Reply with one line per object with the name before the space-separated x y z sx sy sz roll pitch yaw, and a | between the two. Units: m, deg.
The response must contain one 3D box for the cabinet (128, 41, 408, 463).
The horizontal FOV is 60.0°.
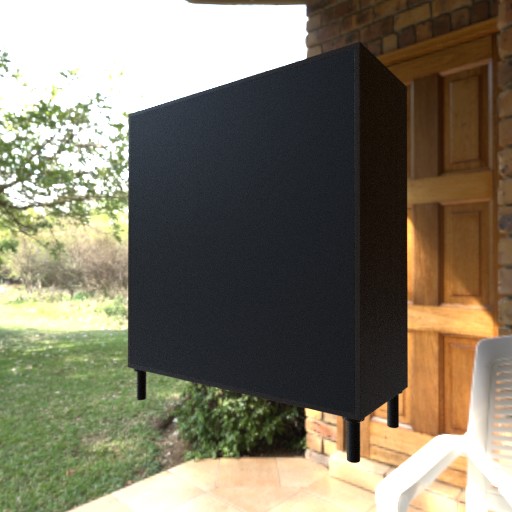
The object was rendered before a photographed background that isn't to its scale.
cabinet | 0.000 0.000 1.674 1.010 1.170 0.400 0 -1 37
